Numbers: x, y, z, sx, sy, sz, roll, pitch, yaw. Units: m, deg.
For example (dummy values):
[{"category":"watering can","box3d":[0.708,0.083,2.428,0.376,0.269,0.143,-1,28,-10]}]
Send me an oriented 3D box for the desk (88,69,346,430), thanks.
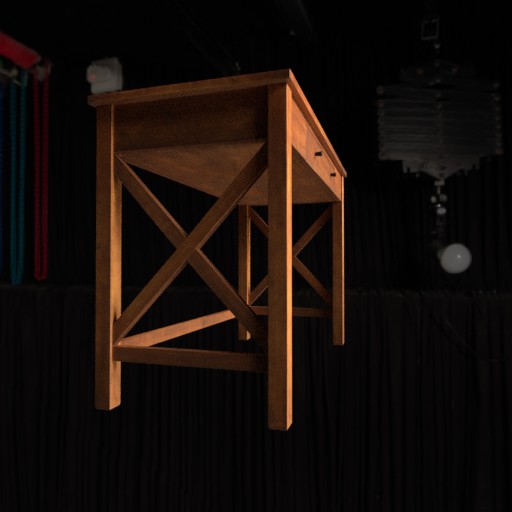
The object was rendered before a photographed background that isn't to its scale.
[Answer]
[{"category":"desk","box3d":[0.000,0.000,1.528,0.508,0.762,1.117,0,-1,17]}]
